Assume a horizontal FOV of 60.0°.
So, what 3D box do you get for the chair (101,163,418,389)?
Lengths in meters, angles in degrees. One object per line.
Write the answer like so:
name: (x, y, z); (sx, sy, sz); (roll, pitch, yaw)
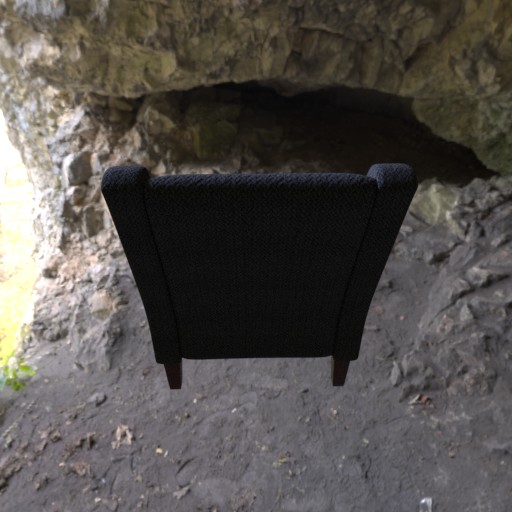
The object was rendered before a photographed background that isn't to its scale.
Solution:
chair: (0.000, 0.000, 1.722); (0.793, 1.012, 0.944); (-1, 31, -1)
